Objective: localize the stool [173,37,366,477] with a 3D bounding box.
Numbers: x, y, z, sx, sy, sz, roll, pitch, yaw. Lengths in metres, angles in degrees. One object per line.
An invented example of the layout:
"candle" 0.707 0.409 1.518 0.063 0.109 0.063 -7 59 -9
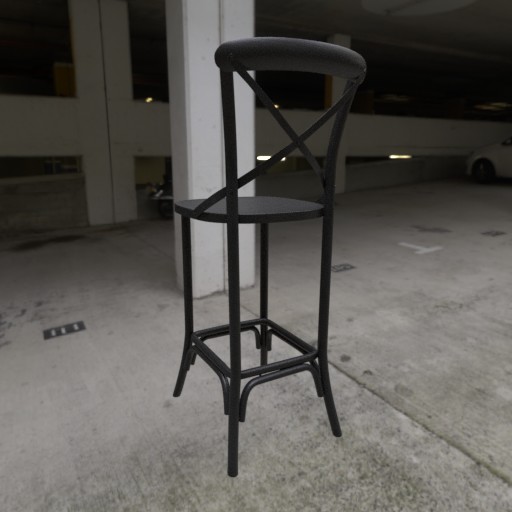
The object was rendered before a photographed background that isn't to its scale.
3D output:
"stool" 0.000 0.000 1.431 0.457 1.168 0.584 -7 15 -28
